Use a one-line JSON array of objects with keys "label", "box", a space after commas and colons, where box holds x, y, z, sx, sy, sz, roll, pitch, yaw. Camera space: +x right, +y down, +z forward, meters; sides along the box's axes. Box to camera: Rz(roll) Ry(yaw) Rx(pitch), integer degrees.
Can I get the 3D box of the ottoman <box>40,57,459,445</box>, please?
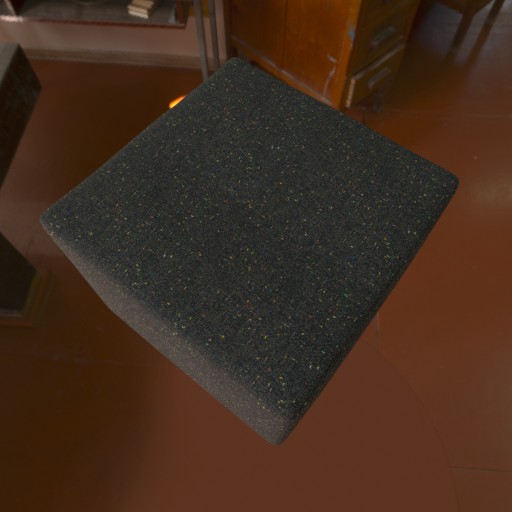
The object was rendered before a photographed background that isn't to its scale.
[{"label": "ottoman", "box": [0.000, 0.000, 0.891, 0.508, 0.432, 0.508, 35, 67, 17]}]
